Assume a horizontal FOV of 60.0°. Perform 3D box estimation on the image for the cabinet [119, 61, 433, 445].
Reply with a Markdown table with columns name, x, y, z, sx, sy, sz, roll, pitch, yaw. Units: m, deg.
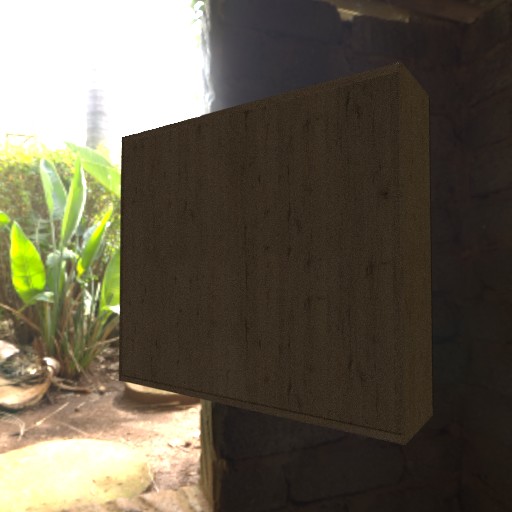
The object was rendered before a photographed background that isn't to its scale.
| name | x | y | z | sx | sy | sz | roll | pitch | yaw |
| --- | --- | --- | --- | --- | --- | --- | --- | --- | --- |
| cabinet | 0.000 | 0.000 | 3.500 | 2.500 | 2.180 | 0.660 | -1 | -2 | 35 |
